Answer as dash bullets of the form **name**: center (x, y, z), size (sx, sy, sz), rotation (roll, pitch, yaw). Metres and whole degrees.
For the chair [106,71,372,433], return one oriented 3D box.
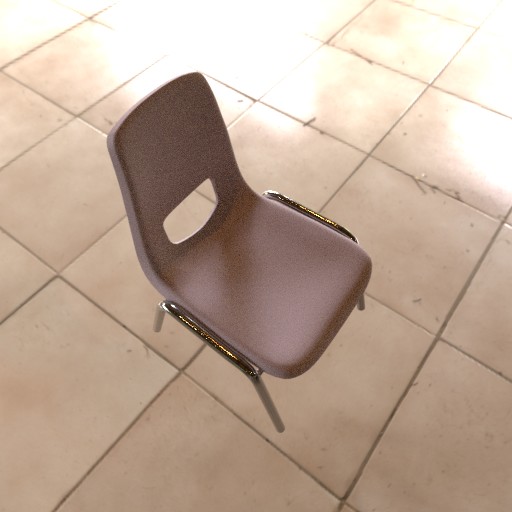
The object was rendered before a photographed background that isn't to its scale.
- **chair**: center (0.000, 0.000, 0.805), size (0.385, 0.536, 0.354), rotation (32, 62, 19)
